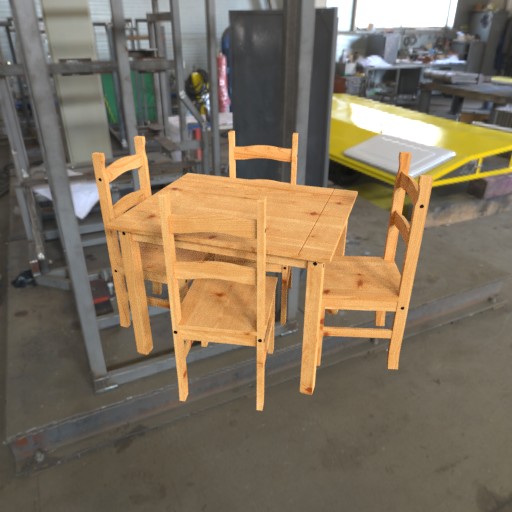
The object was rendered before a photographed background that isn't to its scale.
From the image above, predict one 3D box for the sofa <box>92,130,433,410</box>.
[{"bbox_3d":[0.000,0.000,2.239,1.529,1.000,1.144,9,29,17],"label":"sofa"}]
